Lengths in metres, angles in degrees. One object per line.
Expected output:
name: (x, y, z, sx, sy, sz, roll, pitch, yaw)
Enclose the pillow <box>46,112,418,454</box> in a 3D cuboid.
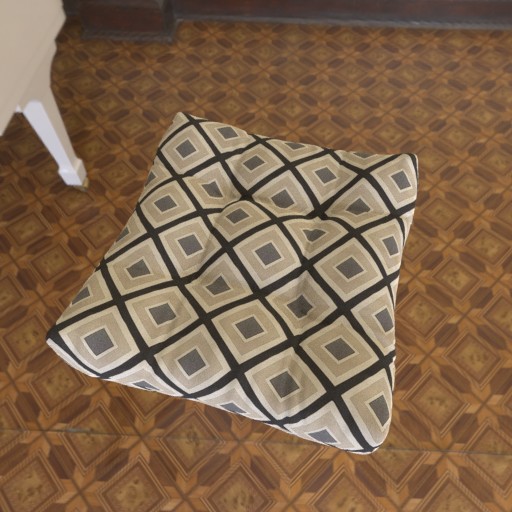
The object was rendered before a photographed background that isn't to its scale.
pillow: (0.000, 0.000, 0.707, 0.468, 0.128, 0.490, 13, 58, 8)
